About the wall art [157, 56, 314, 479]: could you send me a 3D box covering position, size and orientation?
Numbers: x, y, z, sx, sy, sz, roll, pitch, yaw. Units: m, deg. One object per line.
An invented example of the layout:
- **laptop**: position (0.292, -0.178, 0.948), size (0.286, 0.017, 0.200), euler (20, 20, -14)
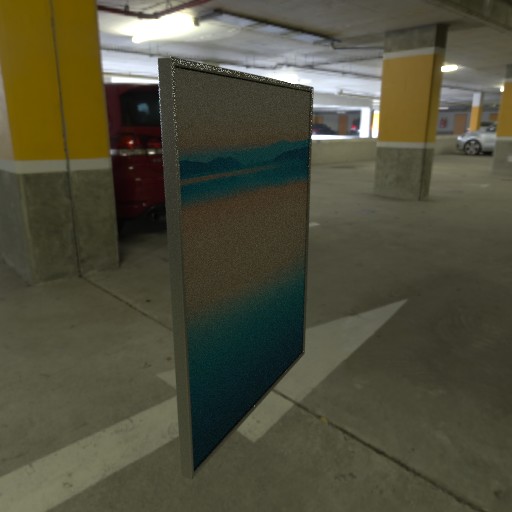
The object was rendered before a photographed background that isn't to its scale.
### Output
- **wall art**: position (0.000, 0.000, 1.405), size (0.037, 1.062, 0.801), euler (9, 18, 27)
